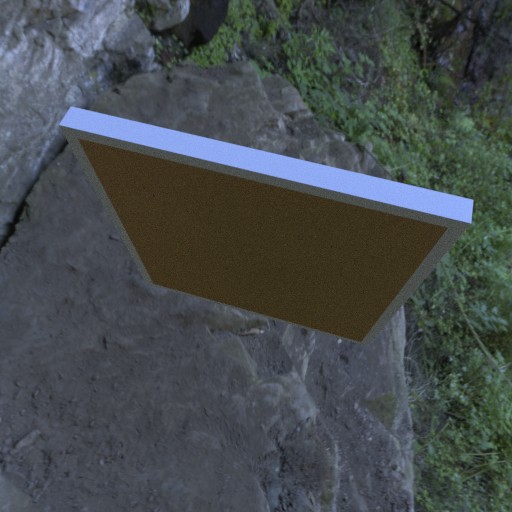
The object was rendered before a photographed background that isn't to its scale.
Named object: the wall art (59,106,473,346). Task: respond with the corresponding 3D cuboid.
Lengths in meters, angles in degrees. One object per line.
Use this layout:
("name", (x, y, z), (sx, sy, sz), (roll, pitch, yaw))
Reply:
("wall art", (0.000, 0.000, 0.458), (0.307, 0.307, 0.020), (15, 64, 7))
